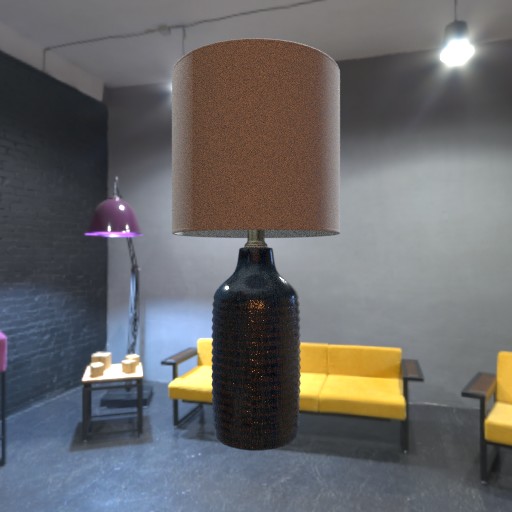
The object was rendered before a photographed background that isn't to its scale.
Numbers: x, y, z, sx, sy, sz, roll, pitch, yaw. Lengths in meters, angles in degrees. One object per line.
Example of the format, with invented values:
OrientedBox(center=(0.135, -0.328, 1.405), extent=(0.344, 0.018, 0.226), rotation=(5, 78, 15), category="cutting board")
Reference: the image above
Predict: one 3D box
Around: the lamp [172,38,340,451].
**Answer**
OrientedBox(center=(0.000, 0.000, 0.593), extent=(0.220, 0.475, 0.220), rotation=(0, 0, 19), category="lamp")
